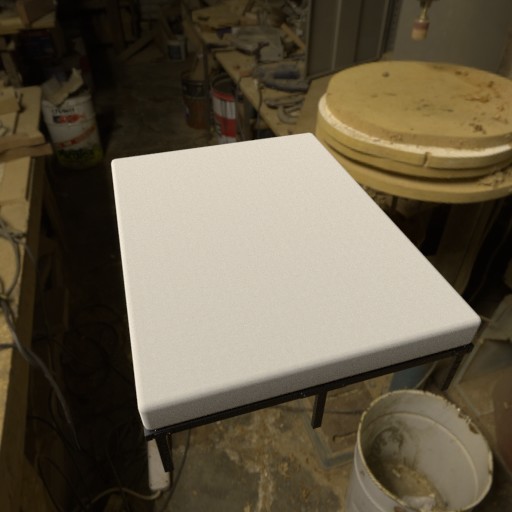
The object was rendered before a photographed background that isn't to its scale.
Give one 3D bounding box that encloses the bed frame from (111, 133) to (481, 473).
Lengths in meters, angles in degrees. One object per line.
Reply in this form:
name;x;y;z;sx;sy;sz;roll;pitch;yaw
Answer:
bed frame;0.000;0.000;3.496;1.990;0.680;2.635;-11;42;-13
